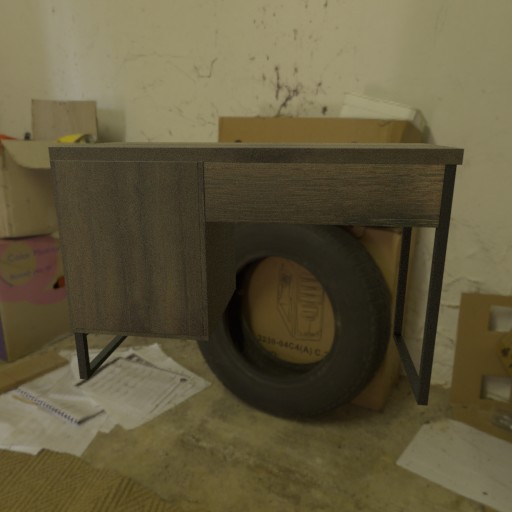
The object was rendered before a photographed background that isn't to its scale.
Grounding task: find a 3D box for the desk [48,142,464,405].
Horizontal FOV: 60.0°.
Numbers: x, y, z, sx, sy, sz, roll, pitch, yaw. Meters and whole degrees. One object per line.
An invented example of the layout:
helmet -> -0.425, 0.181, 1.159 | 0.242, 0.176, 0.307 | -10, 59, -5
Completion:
desk -> 0.000, 0.000, 1.541 | 1.134, 0.752, 0.511 | 2, 16, 7
